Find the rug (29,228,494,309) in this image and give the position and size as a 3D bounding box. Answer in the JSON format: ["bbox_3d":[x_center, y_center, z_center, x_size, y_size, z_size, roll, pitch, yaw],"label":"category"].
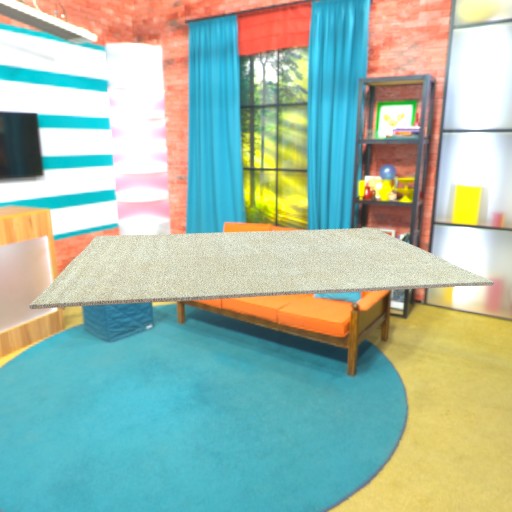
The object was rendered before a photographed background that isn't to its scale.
[{"bbox_3d":[0.000,0.000,3.400,2.699,0.025,1.800,-2,15,-8],"label":"rug"}]
